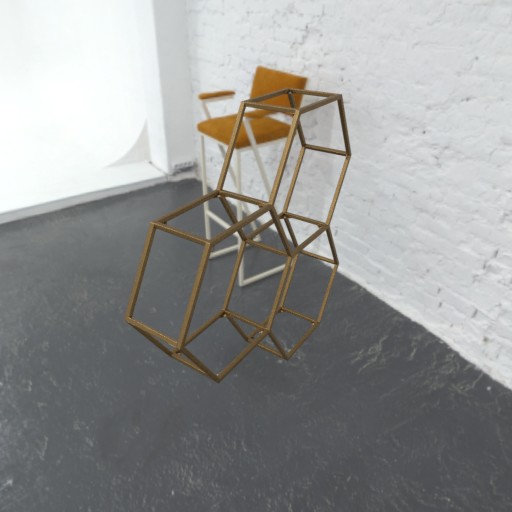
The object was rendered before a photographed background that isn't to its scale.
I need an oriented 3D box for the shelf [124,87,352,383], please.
[{"bbox_3d":[0.000,0.000,1.094,0.150,0.701,0.708,19,36,29],"label":"shelf"}]
